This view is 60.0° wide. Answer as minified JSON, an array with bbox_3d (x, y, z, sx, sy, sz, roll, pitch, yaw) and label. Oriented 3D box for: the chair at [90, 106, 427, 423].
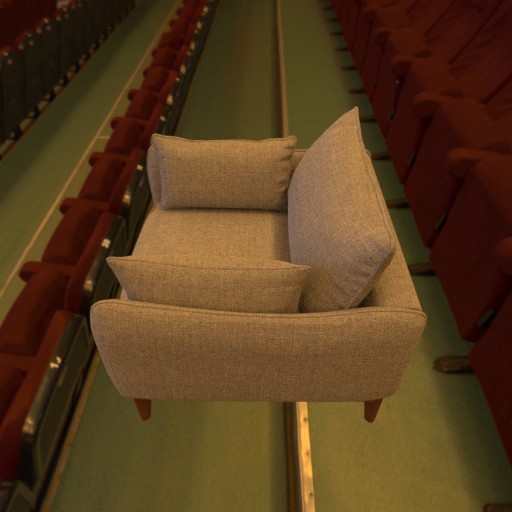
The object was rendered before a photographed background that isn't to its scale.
[{"bbox_3d":[0.000,0.000,1.678,0.976,0.839,0.993,0,43,0],"label":"chair"}]
